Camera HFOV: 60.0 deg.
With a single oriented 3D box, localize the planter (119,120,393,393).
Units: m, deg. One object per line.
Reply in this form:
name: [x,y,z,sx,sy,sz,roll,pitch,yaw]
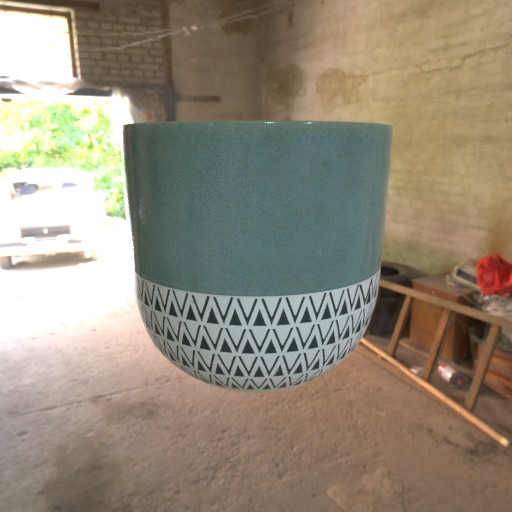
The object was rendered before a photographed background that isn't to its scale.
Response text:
planter: [0.000,0.000,0.481,0.266,0.270,0.266,0,14,0]
